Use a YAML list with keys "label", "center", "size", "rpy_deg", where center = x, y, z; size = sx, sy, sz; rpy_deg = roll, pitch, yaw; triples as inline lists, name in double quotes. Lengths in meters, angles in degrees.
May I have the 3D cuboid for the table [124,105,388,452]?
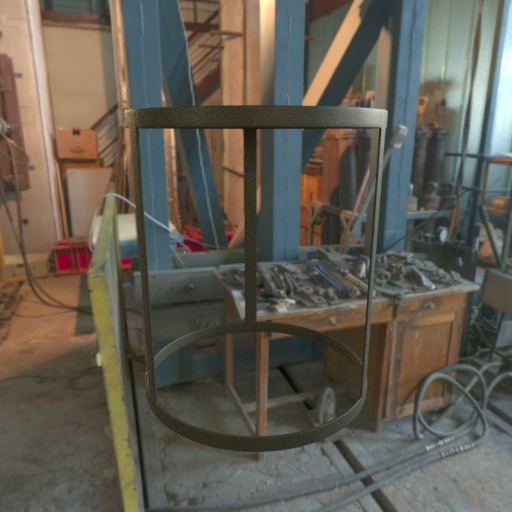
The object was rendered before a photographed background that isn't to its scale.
- label: "table"
  center: [0.000, 0.000, 0.916]
  size: [0.480, 0.565, 0.480]
  rpy_deg: [0, 16, 0]
